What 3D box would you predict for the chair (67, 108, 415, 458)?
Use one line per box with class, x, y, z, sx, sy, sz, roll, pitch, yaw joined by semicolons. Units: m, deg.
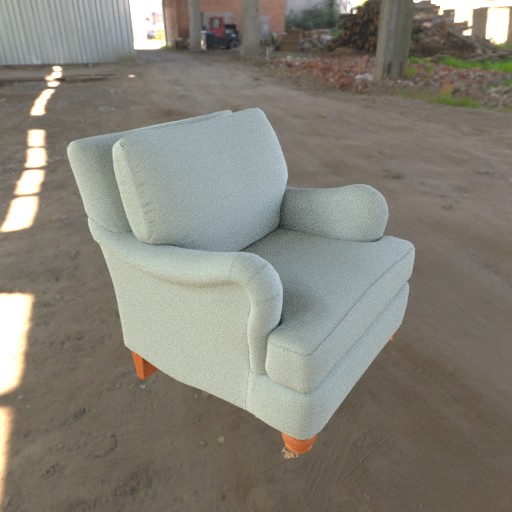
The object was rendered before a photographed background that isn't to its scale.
chair;0.000;0.000;1.819;1.070;1.038;0.955;18;32;32
